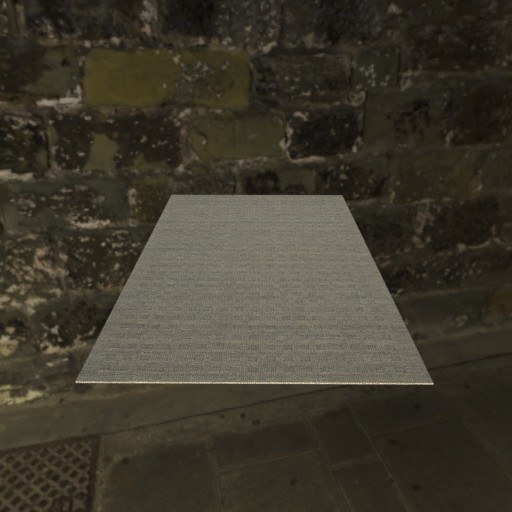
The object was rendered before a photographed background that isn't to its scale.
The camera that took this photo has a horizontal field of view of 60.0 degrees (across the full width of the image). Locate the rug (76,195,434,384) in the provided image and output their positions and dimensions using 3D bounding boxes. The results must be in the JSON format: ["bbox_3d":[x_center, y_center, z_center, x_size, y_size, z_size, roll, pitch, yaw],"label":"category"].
[{"bbox_3d":[0.000,0.000,2.191,1.142,0.006,1.752,0,28,0],"label":"rug"}]
